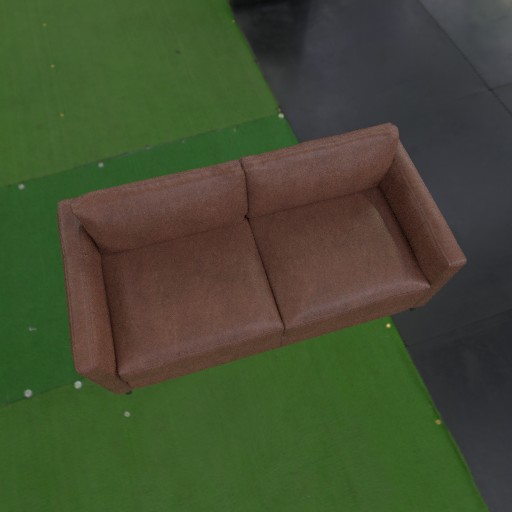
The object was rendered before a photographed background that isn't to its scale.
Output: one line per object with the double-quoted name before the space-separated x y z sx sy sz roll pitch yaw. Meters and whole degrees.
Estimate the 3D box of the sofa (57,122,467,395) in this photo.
"sofa" 0.000 0.000 2.273 1.797 0.883 0.899 -15 64 -7
